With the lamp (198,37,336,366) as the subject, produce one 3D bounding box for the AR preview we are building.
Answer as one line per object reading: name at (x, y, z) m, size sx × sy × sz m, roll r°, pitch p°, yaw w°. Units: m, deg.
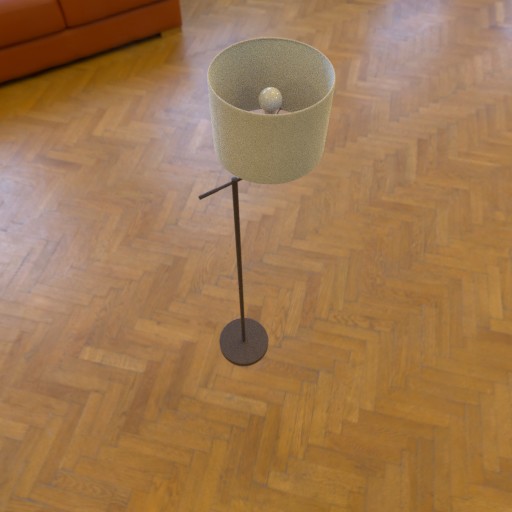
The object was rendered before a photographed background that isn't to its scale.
lamp at (0.000, 0.000, 1.770) m, size 0.416 × 1.600 × 0.324 m, roll -29°, pitch 61°, yaw -17°
